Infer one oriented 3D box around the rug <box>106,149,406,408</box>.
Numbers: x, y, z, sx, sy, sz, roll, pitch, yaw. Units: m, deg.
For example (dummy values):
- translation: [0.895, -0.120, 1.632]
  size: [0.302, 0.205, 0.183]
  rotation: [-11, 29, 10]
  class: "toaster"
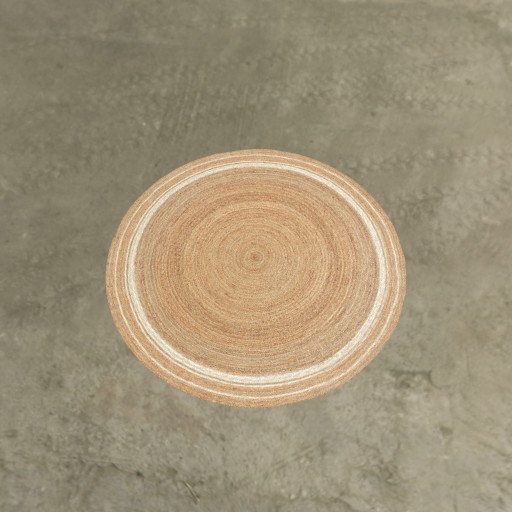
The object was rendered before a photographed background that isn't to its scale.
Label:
- translation: [0.000, 0.000, 3.669]
  size: [2.444, 0.015, 2.444]
  rotation: [0, 58, 0]
  class: "rug"
